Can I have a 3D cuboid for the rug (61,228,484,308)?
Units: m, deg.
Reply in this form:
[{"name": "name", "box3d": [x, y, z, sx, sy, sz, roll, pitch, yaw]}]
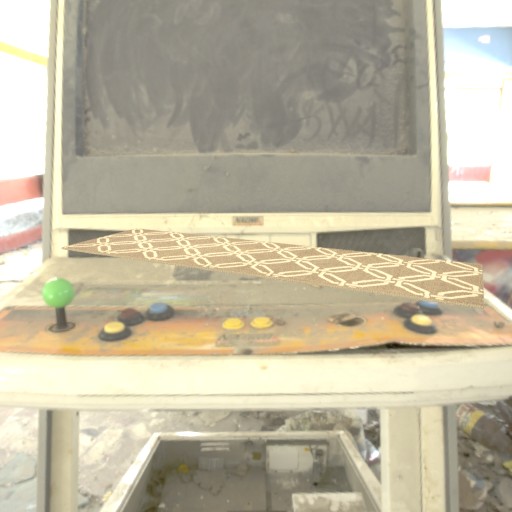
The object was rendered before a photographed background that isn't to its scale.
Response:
[{"name": "rug", "box3d": [0.000, 0.000, 2.477, 2.276, 0.014, 0.678, 7, 16, 25]}]
